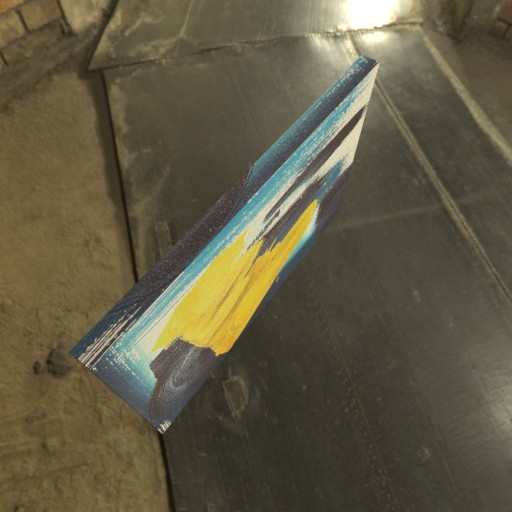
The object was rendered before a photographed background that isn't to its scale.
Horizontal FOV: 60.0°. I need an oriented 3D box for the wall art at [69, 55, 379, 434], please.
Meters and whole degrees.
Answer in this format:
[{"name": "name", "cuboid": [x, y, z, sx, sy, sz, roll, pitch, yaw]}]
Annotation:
[{"name": "wall art", "cuboid": [0.000, 0.000, 0.753, 0.033, 0.406, 0.609, 33, 65, 18]}]
